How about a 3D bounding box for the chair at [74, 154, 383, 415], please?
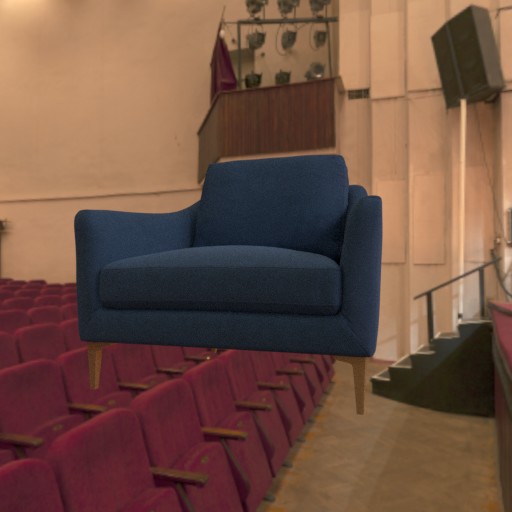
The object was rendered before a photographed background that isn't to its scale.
[{"bbox_3d":[0.000,0.000,1.758,0.987,0.899,0.961,-1,-2,17],"label":"chair"}]
